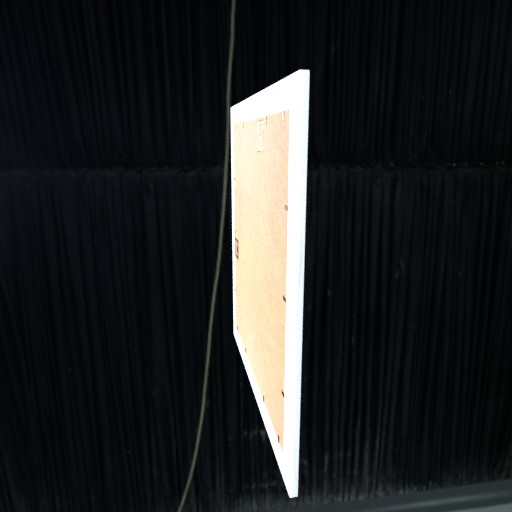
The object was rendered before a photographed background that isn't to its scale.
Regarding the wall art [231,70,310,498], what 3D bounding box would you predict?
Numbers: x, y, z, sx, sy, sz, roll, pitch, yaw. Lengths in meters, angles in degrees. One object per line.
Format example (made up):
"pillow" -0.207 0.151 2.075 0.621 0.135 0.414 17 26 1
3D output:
"wall art" 0.000 0.000 0.854 0.013 0.584 0.584 -3 15 -11
